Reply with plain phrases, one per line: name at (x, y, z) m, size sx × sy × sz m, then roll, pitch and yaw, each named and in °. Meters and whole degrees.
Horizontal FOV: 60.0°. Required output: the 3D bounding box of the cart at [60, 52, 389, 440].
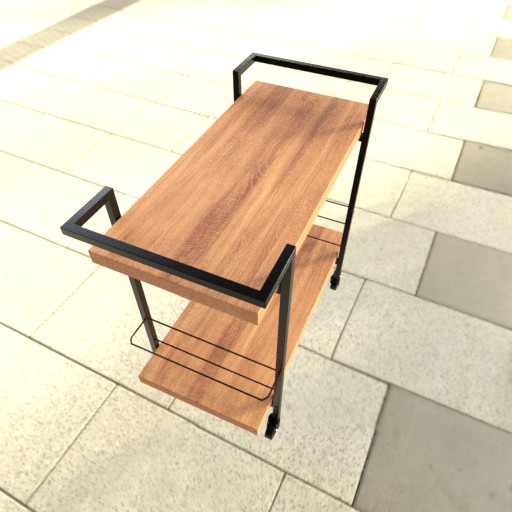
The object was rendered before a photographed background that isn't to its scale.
cart at (0.000, 0.000, 1.251) m, size 0.406 × 0.762 × 0.806 m, roll 18°, pitch 50°, yaw 16°
